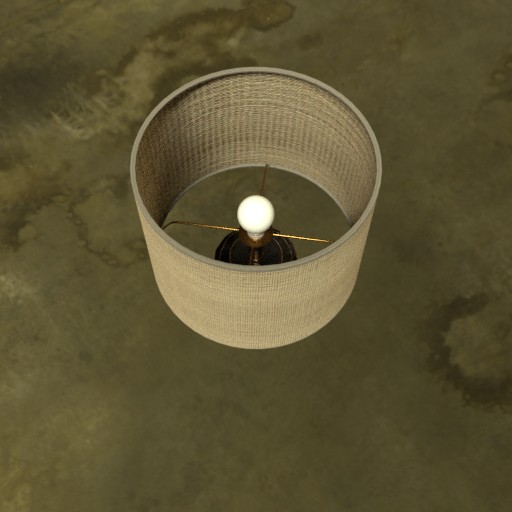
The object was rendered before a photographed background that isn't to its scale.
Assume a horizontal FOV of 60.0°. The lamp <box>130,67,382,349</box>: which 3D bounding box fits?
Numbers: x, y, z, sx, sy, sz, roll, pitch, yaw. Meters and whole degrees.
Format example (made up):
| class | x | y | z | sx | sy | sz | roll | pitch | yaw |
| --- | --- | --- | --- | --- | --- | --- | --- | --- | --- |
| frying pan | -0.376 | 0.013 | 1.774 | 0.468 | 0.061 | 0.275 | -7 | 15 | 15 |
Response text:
| class | x | y | z | sx | sy | sz | roll | pitch | yaw |
| --- | --- | --- | --- | --- | --- | --- | --- | --- | --- |
| lamp | 0.000 | 0.000 | 0.842 | 0.376 | 0.594 | 0.376 | 0 | 64 | 0 |
